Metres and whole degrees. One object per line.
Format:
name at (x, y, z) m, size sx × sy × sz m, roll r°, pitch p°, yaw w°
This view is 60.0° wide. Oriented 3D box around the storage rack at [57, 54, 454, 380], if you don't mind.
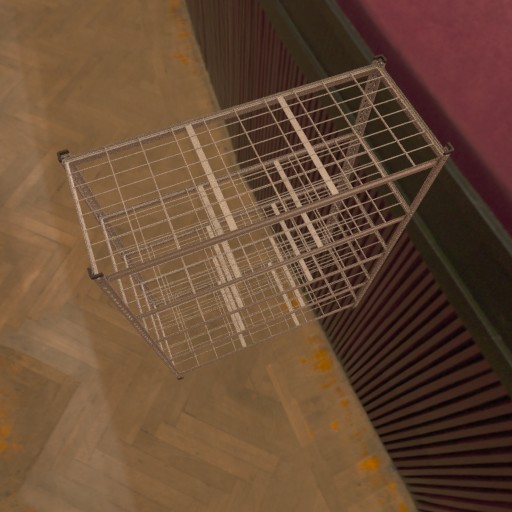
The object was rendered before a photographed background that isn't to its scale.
storage rack at (0.000, 0.000, 2.713) m, size 1.524 × 1.981 × 0.610 m, roll -20°, pitch 66°, yaw -9°
